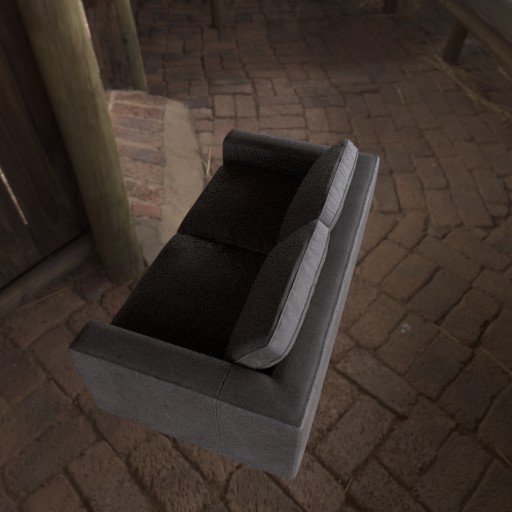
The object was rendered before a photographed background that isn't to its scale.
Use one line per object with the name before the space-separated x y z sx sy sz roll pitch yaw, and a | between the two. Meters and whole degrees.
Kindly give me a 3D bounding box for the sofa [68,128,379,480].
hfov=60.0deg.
sofa | 0.000 0.000 2.489 1.070 0.800 1.920 14 48 13
